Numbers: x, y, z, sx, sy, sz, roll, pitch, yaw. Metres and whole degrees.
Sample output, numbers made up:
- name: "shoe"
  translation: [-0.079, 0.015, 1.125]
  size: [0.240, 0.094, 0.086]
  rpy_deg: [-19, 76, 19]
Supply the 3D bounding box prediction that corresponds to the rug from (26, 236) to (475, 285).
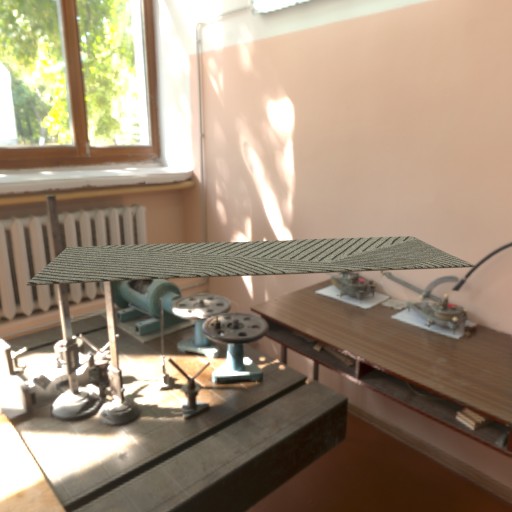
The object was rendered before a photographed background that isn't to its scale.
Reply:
- name: "rug"
  translation: [0.000, 0.000, 2.748]
  size: [2.439, 0.020, 0.773]
  rpy_deg: [-2, 15, -7]
